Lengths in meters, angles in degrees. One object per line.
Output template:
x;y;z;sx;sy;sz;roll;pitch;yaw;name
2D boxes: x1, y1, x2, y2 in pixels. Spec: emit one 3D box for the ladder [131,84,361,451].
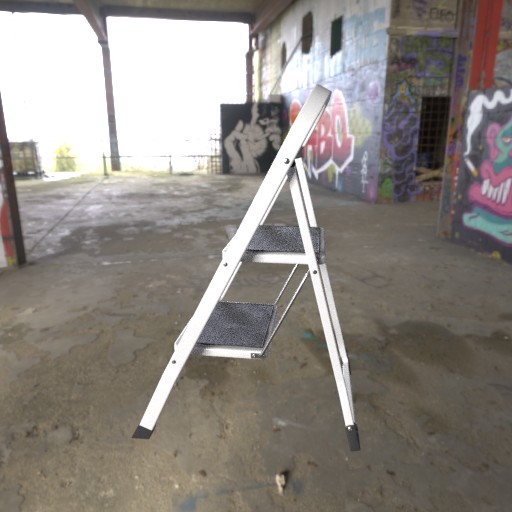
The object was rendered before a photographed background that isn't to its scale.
0.000;0.000;1.145;0.544;0.810;0.460;2;16;8;ladder
